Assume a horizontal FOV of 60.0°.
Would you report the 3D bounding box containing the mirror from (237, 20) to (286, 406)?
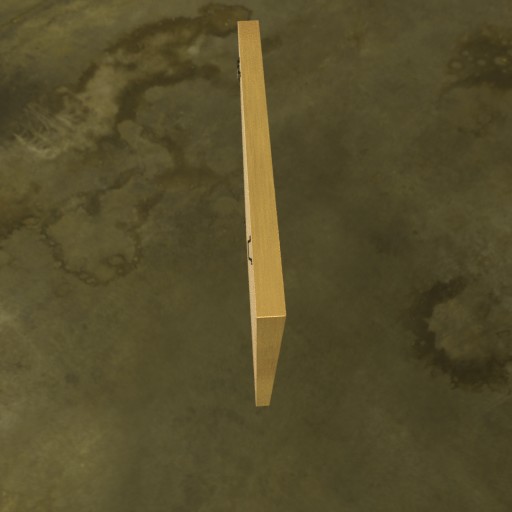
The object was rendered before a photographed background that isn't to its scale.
[{"bbox_3d":[0.000,0.000,0.930,0.039,0.710,0.507,-3,64,-2],"label":"mirror"}]
